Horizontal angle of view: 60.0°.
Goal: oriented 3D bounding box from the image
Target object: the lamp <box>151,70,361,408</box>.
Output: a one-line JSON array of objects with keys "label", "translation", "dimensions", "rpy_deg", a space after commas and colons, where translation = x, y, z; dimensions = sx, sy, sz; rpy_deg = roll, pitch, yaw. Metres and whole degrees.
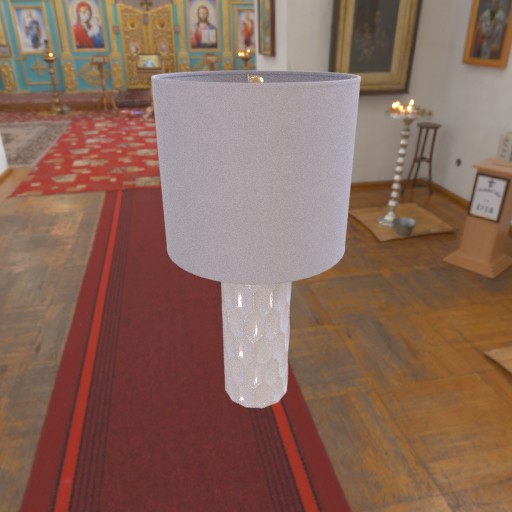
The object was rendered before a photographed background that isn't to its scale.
[{"label": "lamp", "translation": [0.000, 0.000, 0.710], "dimensions": [0.277, 0.537, 0.277], "rpy_deg": [15, 29, 29]}]
